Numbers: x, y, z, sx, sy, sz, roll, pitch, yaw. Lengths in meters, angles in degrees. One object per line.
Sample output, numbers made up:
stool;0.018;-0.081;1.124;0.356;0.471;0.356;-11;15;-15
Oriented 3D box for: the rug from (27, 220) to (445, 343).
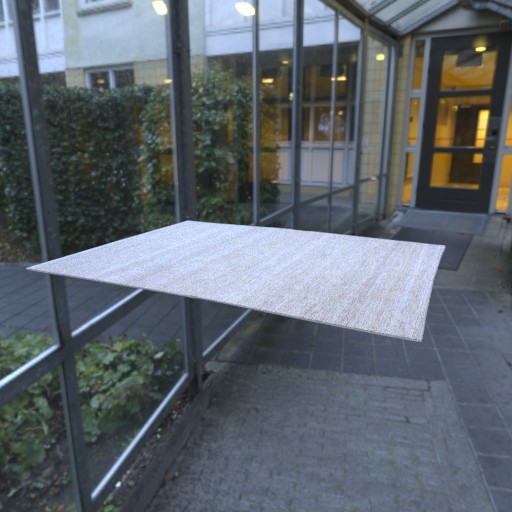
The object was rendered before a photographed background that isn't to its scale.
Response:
rug;0.000;0.000;4.230;3.245;0.046;2.467;7;17;25
